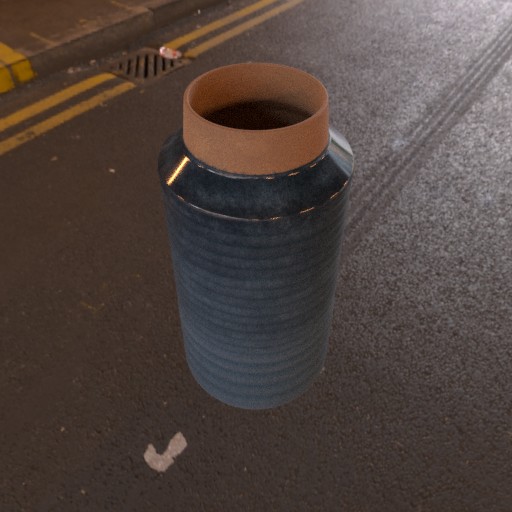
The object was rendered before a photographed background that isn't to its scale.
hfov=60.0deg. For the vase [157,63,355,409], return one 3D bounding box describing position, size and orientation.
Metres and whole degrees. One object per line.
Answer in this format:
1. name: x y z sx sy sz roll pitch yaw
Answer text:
1. vase: 0.000 0.000 0.409 0.163 0.316 0.163 0 47 0
